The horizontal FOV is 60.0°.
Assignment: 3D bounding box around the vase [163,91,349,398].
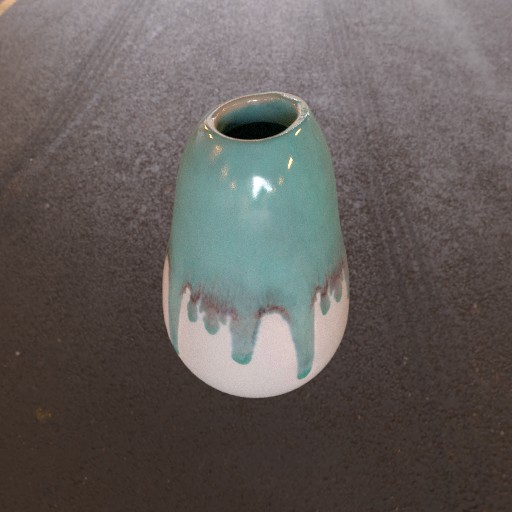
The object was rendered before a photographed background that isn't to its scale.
[{"bbox_3d":[0.000,0.000,0.252,0.116,0.179,0.116,0,47,0],"label":"vase"}]
